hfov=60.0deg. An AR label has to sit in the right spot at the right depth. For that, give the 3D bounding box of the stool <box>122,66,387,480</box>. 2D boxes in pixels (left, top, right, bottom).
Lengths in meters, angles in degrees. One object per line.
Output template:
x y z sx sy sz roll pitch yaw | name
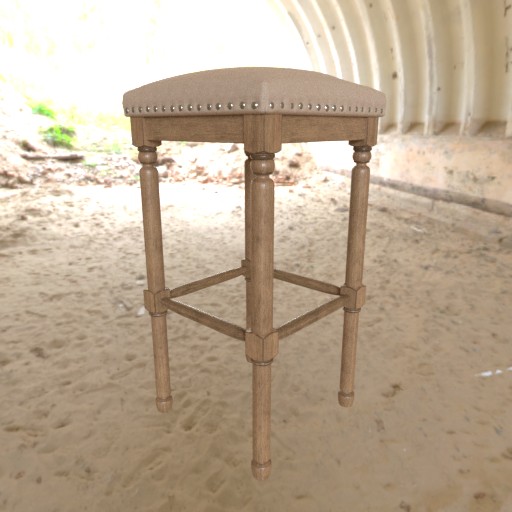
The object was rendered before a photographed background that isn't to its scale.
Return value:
0.000 0.000 0.980 0.383 0.768 0.382 14 22 40 | stool
